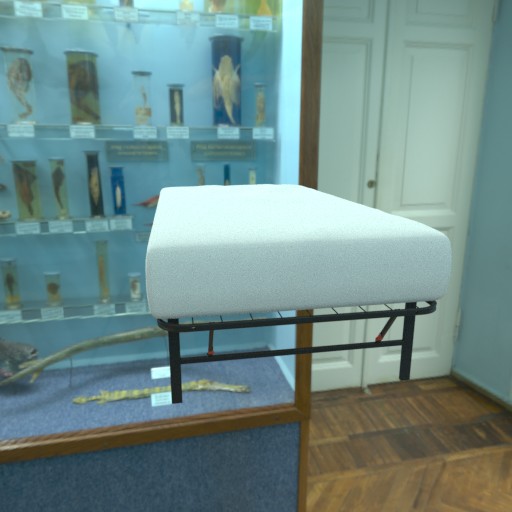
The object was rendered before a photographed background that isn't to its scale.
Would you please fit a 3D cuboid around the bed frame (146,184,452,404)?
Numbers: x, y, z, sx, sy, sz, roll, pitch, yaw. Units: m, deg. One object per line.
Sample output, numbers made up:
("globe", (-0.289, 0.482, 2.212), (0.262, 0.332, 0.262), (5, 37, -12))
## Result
("bed frame", (0.000, 0.000, 2.353), (1.025, 0.640, 1.908), (-3, 14, -10))
